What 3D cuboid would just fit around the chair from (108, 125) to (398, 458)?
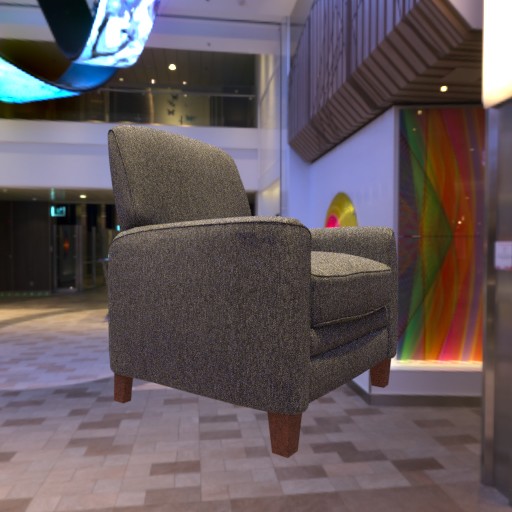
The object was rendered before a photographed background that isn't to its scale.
[{"bbox_3d":[0.000,0.000,1.642,0.864,1.014,0.848,1,2,36],"label":"chair"}]
